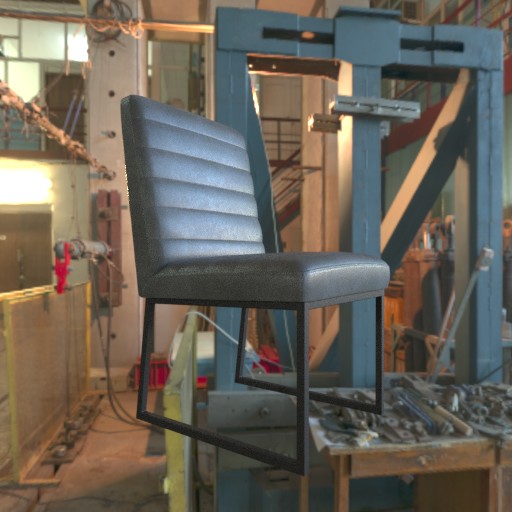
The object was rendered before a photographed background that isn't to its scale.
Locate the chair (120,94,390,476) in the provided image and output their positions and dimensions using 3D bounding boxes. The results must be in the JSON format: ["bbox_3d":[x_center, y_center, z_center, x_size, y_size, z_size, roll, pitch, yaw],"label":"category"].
[{"bbox_3d":[0.000,0.000,1.298,0.634,0.930,0.520,0,0,37],"label":"chair"}]
